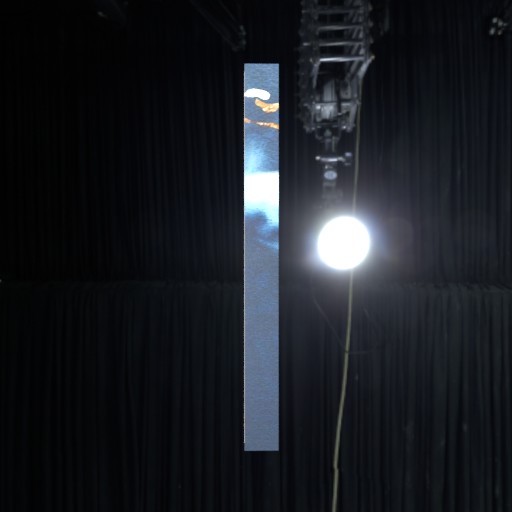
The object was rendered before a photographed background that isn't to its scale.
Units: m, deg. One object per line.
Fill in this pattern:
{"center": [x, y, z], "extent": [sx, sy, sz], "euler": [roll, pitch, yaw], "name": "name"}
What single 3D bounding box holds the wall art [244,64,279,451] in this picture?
{"center": [0.000, 0.000, 0.768], "extent": [0.036, 0.405, 0.607], "euler": [0, 0, -1], "name": "wall art"}
